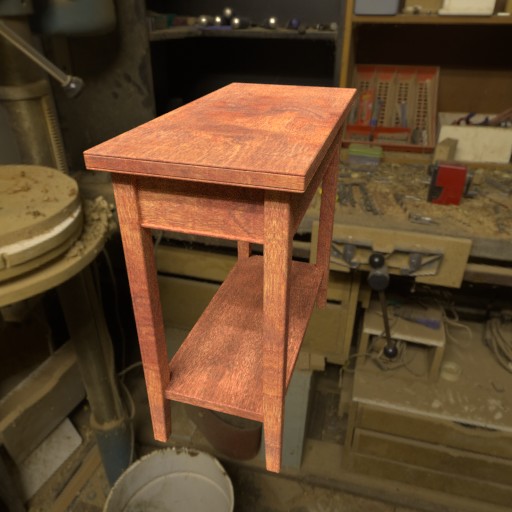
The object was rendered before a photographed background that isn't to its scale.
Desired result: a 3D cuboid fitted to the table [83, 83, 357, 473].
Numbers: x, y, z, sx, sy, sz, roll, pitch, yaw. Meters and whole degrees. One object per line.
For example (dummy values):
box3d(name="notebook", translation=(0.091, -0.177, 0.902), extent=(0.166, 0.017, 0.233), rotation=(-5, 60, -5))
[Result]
box3d(name="table", translation=(0.000, 0.000, 0.964), extent=(0.305, 0.610, 0.610), rotation=(9, 31, 15))
